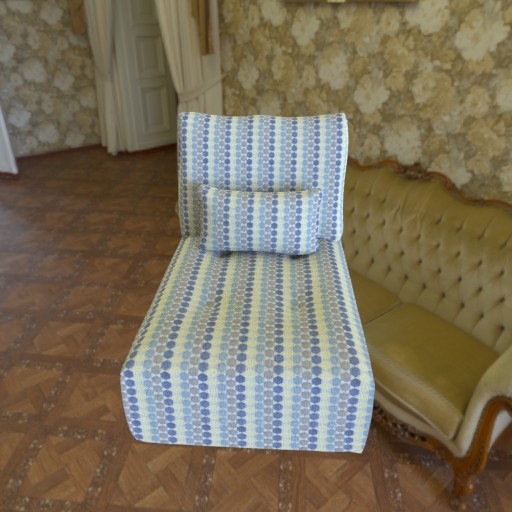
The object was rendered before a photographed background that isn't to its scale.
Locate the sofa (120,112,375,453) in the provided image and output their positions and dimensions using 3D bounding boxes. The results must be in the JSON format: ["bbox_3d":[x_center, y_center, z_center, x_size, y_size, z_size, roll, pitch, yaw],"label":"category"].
[{"bbox_3d":[0.000,0.000,1.572,0.700,0.820,1.000,2,29,3],"label":"sofa"}]
